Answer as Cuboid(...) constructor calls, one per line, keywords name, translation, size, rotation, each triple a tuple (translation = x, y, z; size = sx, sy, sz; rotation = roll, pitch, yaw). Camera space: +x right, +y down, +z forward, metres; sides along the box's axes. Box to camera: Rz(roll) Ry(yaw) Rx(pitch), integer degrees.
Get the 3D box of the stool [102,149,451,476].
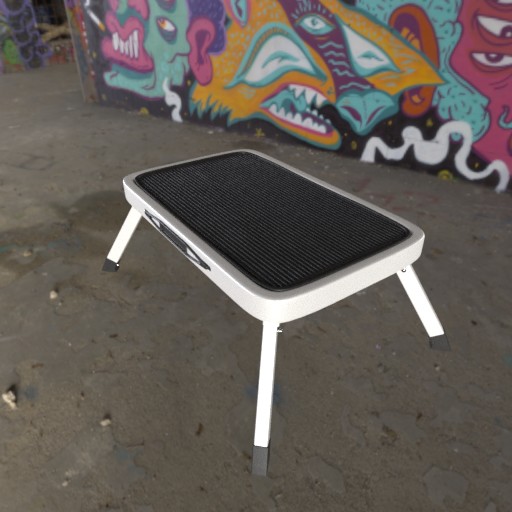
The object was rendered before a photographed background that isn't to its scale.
Cuboid(name="stool", translation=(0.000, 0.000, 0.622), size=(0.320, 0.170, 0.460), rotation=(-21, 37, -29))
